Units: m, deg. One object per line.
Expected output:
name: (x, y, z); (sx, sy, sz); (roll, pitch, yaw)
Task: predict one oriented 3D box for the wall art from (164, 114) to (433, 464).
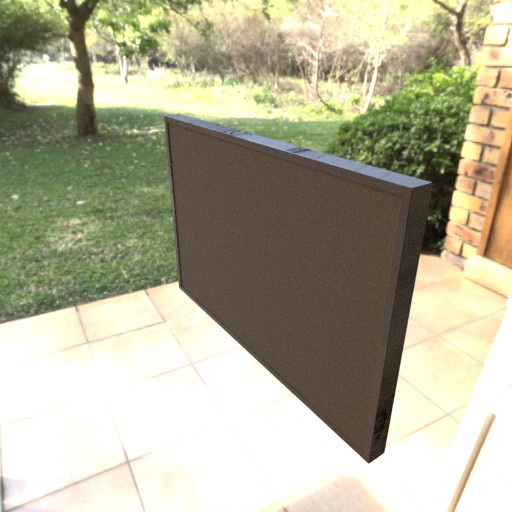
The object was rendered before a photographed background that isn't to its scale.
wall art: (0.000, 0.000, 0.778); (0.035, 0.407, 0.613); (-17, 30, -31)
